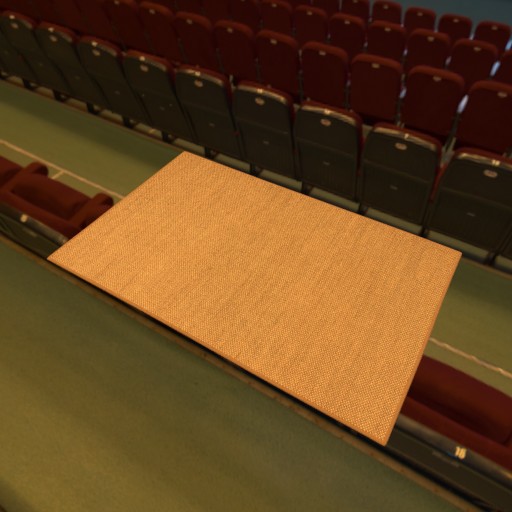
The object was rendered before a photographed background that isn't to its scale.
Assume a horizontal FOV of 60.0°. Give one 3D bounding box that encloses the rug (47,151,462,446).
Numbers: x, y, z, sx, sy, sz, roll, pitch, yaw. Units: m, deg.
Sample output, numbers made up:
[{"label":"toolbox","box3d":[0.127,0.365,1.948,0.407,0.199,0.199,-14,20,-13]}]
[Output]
[{"label":"rug","box3d":[0.000,0.000,2.101,1.668,0.012,1.061,24,51,21]}]
